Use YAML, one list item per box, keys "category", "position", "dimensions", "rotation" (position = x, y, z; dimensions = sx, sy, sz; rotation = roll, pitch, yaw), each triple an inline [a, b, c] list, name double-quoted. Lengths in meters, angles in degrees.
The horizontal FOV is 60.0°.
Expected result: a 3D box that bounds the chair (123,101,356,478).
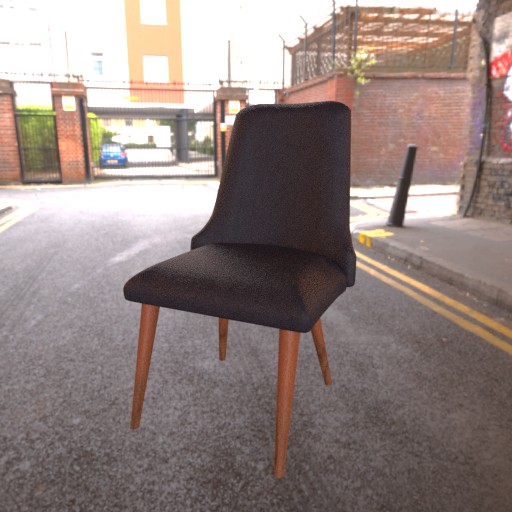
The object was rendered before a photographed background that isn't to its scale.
- category: "chair"
  position: [0.000, 0.000, 1.181]
  dimensions: [0.504, 0.820, 0.567]
  rotation: [6, 15, 25]
